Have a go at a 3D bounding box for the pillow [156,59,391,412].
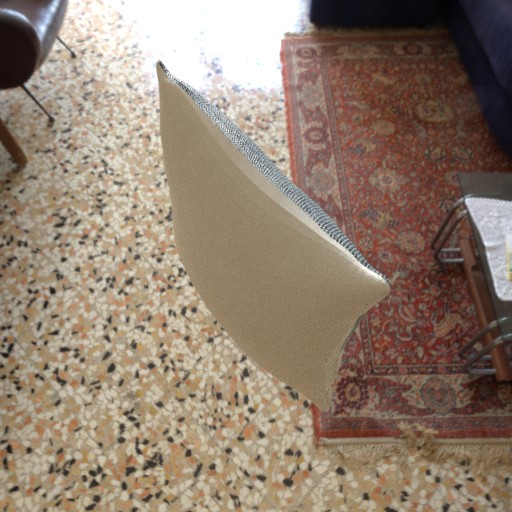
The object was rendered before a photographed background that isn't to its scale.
[{"bbox_3d":[0.000,0.000,0.676,0.182,0.441,0.440,-32,64,-18],"label":"pillow"}]
